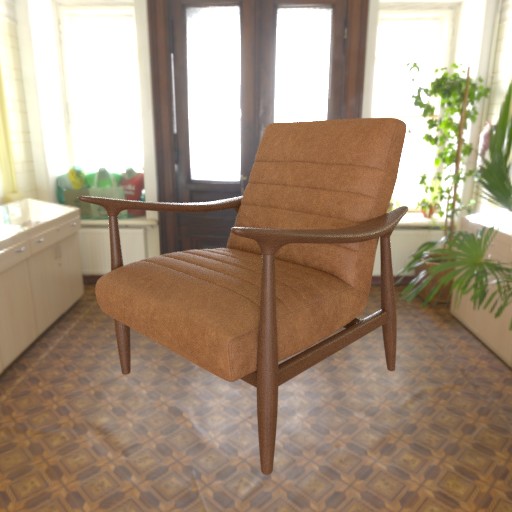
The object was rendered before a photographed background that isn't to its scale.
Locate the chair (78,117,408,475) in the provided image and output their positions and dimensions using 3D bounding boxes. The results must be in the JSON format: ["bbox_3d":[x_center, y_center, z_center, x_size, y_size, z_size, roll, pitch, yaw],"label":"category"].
[{"bbox_3d":[0.000,0.000,1.381,0.741,0.832,0.798,14,21,43],"label":"chair"}]
